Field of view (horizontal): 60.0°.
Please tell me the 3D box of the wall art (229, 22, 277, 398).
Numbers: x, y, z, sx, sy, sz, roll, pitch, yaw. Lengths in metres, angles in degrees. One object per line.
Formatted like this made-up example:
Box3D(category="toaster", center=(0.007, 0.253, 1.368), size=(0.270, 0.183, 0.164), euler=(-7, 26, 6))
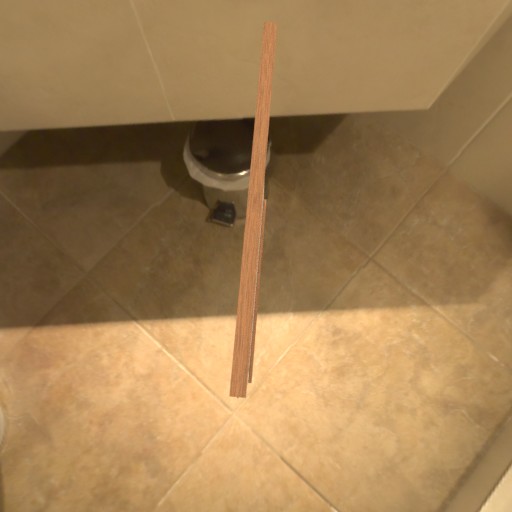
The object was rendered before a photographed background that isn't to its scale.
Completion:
Box3D(category="wall art", center=(0.000, 0.000, 1.334), size=(0.028, 1.016, 0.765), euler=(5, 75, 1))
